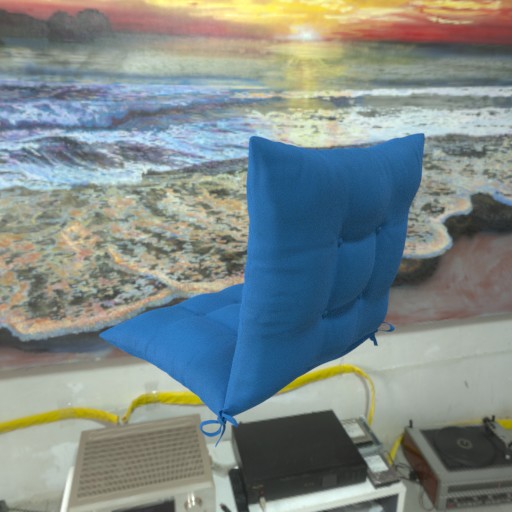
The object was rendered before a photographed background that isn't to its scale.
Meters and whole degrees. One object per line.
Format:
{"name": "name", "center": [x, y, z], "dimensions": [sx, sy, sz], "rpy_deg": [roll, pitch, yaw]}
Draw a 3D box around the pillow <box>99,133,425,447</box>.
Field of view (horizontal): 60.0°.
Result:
{"name": "pillow", "center": [0.000, 0.000, 0.991], "dimensions": [0.541, 0.536, 0.585], "rpy_deg": [-16, 23, -42]}
